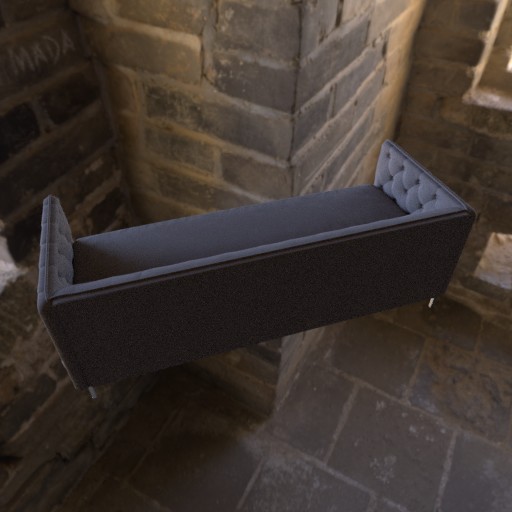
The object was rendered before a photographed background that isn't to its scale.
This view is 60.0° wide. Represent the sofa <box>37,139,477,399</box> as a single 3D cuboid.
[{"bbox_3d":[0.000,0.000,2.607,2.209,0.771,0.895,-12,43,-13],"label":"sofa"}]
